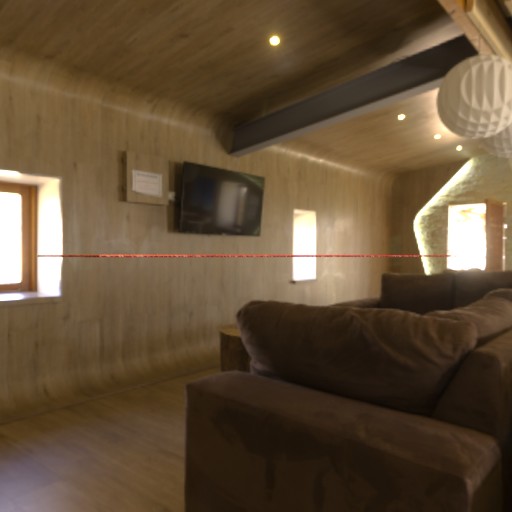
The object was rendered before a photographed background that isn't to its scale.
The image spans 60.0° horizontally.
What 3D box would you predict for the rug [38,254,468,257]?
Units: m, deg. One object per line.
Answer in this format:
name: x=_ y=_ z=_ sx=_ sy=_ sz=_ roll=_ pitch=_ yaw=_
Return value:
rug: x=0.000 y=0.000 z=2.958 sx=2.442 sy=0.010 sz=1.531 roll=0 pitch=0 yaw=-34
